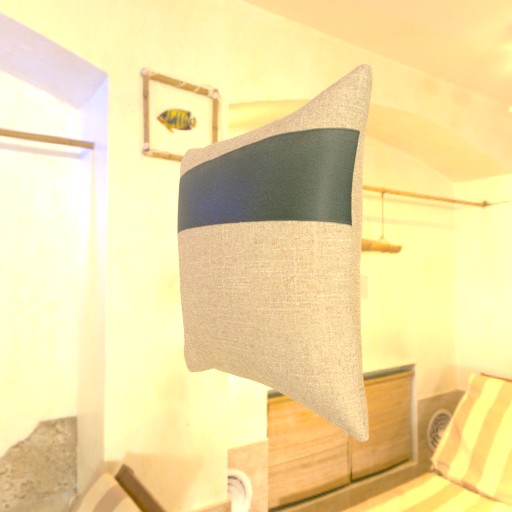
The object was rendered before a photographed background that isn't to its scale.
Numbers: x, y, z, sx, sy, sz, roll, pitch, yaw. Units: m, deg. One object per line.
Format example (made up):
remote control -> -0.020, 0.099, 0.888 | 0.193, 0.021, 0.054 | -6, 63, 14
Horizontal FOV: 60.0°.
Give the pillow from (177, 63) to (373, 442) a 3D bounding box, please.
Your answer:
pillow -> 0.000, 0.000, 0.630 | 0.173, 0.399, 0.414 | 1, -2, -35
